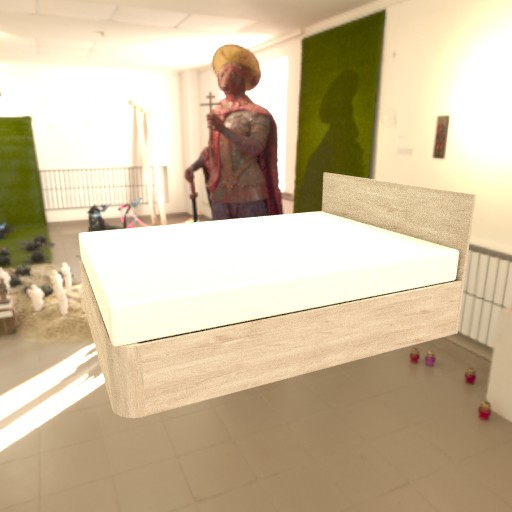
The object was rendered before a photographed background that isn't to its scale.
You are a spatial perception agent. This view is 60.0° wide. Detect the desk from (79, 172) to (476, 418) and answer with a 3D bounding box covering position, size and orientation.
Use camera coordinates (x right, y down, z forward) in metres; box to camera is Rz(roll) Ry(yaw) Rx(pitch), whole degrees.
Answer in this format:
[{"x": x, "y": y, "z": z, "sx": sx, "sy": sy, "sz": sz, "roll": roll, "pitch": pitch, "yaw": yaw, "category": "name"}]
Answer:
[{"x": 0.000, "y": 0.000, "z": 2.656, "sx": 1.900, "sy": 0.800, "sz": 1.400, "roll": -7, "pitch": 17, "yaw": -24, "category": "desk"}]
